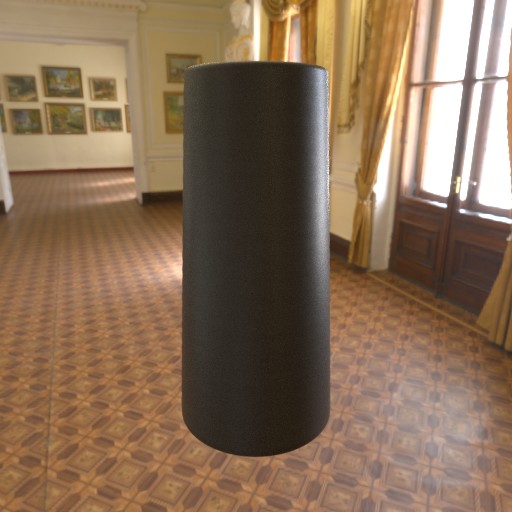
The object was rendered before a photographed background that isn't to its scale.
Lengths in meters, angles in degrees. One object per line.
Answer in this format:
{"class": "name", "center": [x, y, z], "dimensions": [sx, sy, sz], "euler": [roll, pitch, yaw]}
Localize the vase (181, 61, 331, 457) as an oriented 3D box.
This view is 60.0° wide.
{"class": "vase", "center": [0.000, 0.000, 0.370], "dimensions": [0.136, 0.289, 0.136], "euler": [-3, 17, -9]}
